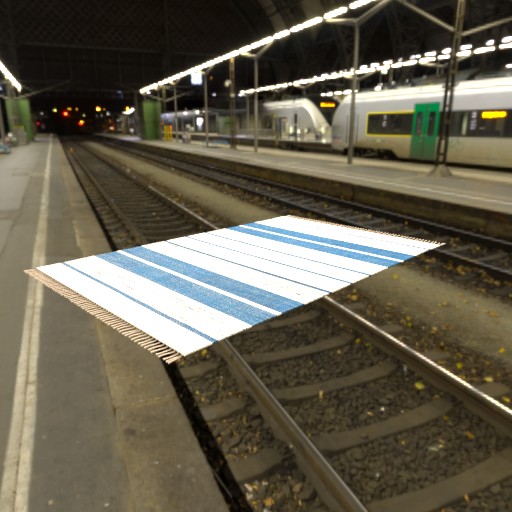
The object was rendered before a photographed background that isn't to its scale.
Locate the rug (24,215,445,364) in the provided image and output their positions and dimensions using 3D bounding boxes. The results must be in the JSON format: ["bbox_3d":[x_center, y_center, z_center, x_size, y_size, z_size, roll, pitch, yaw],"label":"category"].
[{"bbox_3d":[0.000,0.000,2.974,2.441,0.010,1.532,-16,23,-43],"label":"rug"}]
